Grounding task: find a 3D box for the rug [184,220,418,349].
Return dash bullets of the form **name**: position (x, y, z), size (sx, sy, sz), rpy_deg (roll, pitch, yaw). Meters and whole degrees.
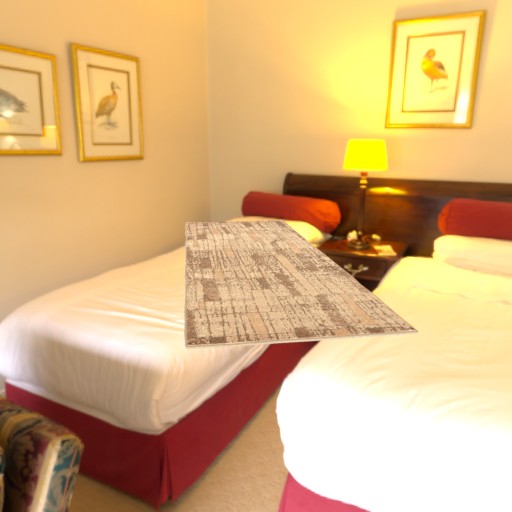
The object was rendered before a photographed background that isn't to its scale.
- **rug**: position (0.000, 0.000, 2.695), size (0.857, 0.018, 2.383), rpy_deg (-2, 15, -8)
